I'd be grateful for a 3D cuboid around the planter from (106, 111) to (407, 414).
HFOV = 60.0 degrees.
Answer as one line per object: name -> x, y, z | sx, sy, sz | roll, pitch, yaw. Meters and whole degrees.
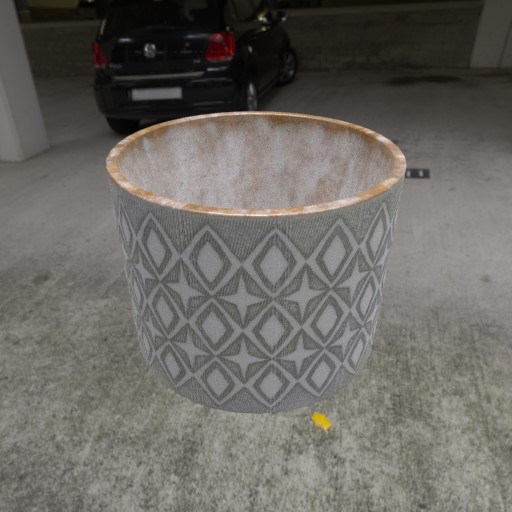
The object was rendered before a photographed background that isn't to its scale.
planter -> 0.000, 0.000, 0.448 | 0.255, 0.223, 0.255 | 0, 32, 0
